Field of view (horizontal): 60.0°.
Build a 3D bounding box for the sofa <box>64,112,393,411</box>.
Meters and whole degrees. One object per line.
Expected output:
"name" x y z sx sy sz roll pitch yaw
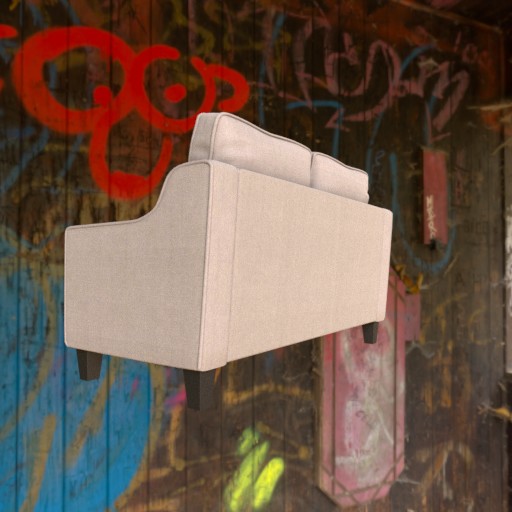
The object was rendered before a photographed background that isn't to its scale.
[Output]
"sofa" 0.000 0.000 2.076 0.791 0.948 1.500 -1 -1 36
